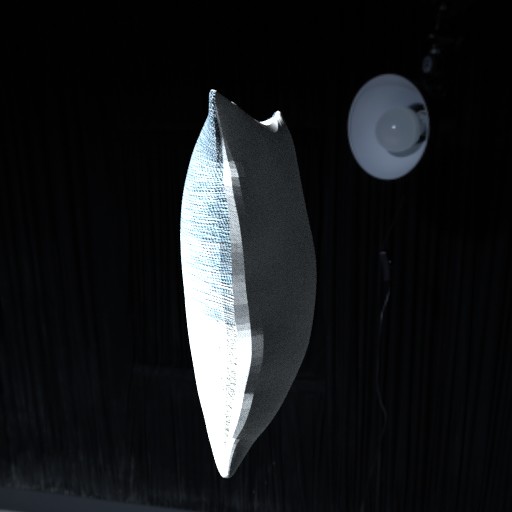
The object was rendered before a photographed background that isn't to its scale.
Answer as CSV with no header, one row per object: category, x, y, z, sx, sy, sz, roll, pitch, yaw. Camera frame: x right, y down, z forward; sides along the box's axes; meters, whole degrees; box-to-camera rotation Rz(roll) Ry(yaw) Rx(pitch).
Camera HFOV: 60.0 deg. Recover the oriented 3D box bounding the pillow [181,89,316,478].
pillow,0.000,0.000,0.668,0.182,0.441,0.440,3,15,11
